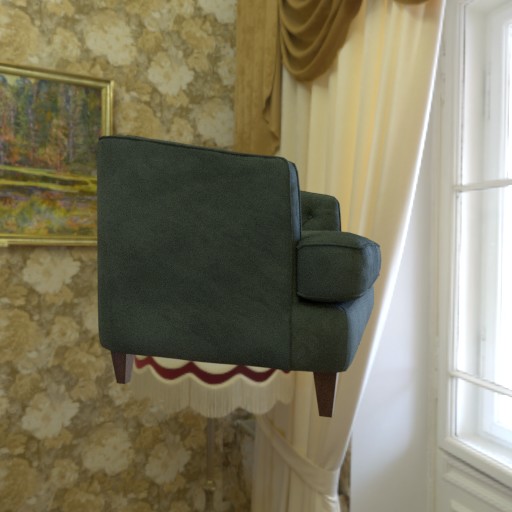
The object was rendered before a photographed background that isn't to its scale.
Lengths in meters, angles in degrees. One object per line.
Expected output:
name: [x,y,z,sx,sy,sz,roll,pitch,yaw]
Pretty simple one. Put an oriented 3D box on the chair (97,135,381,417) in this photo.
chair: [0.000,0.000,1.765,0.941,0.852,1.104,0,1,18]
